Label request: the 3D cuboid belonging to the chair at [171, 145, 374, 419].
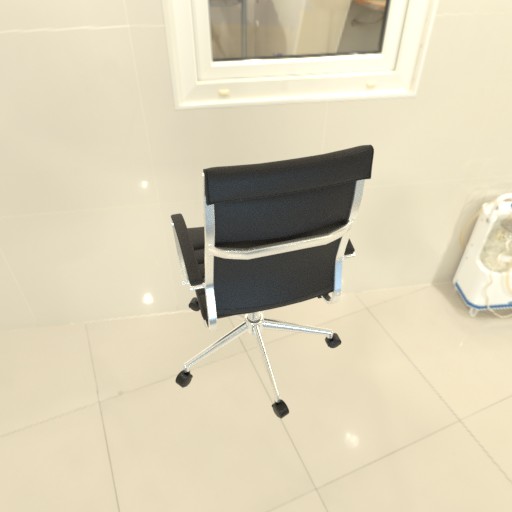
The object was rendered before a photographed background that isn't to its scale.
[{"bbox_3d":[0.000,0.000,1.674,0.766,1.149,0.739,-11,42,-12],"label":"chair"}]
